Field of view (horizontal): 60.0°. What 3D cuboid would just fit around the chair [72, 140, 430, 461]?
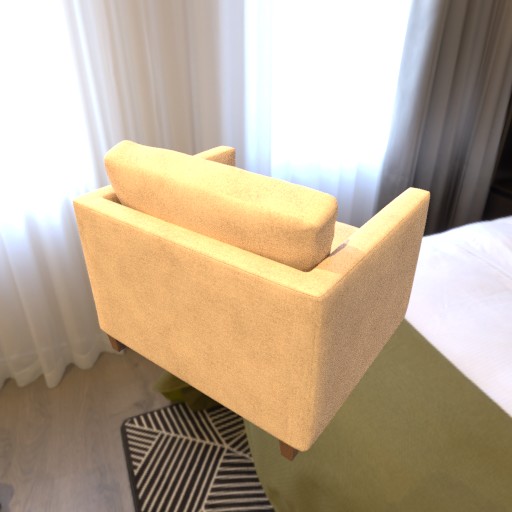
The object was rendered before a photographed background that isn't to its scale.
[{"bbox_3d":[0.000,0.000,1.893,1.133,0.961,0.959,20,36,31],"label":"chair"}]
